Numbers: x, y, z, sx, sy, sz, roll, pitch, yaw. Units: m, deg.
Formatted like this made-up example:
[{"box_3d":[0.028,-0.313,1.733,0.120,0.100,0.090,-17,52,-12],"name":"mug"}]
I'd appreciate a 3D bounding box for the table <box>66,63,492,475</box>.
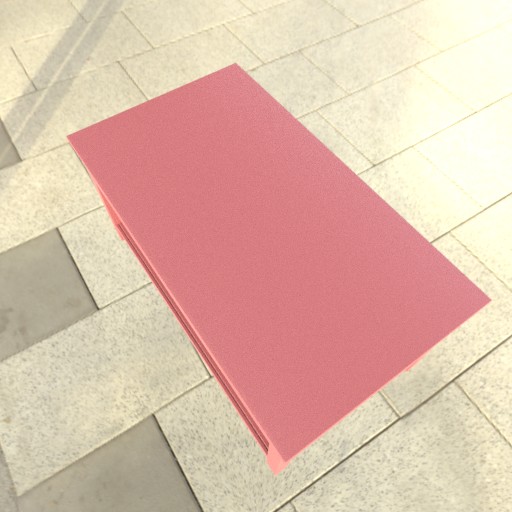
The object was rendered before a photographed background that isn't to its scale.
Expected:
[{"box_3d":[0.000,0.000,1.374,0.612,0.493,1.068,-31,64,-17],"name":"table"}]
